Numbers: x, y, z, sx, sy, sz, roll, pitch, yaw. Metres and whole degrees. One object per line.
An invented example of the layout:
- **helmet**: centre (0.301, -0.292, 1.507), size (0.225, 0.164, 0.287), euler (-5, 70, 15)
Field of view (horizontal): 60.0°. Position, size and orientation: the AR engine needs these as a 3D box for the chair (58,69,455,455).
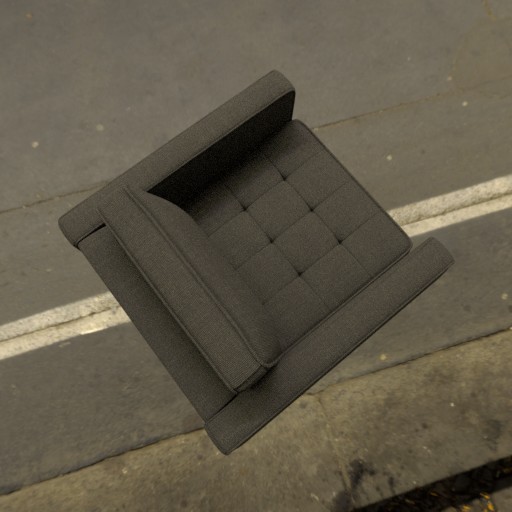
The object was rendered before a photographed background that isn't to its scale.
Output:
- **chair**: centre (0.000, 0.000, 1.563), size (0.919, 0.770, 0.899), euler (-38, 78, -9)
